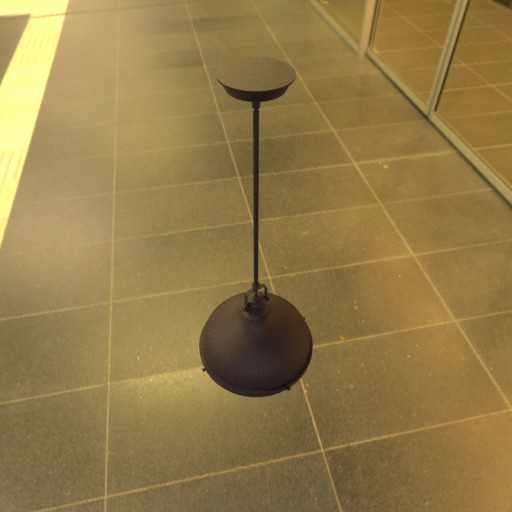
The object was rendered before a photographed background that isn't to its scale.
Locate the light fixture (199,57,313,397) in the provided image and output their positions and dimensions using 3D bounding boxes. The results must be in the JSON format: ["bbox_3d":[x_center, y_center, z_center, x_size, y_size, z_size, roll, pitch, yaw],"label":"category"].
[{"bbox_3d":[0.000,0.000,1.023,0.341,0.849,0.341,-23,50,-21],"label":"light fixture"}]
